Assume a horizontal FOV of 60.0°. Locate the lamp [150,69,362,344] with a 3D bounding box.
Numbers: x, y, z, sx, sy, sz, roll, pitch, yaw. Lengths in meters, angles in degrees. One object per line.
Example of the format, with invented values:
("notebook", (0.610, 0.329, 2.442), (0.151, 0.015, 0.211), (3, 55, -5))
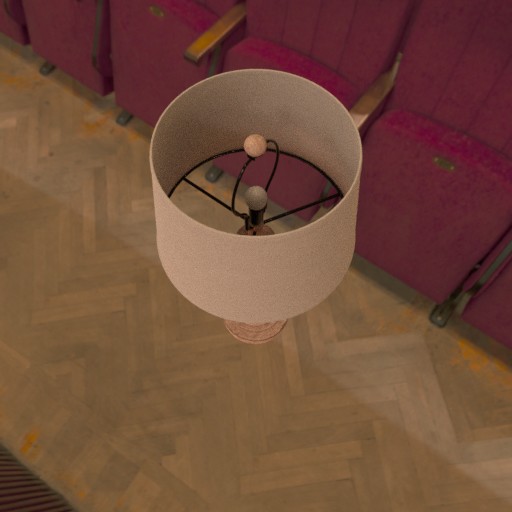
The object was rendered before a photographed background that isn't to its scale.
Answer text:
("lamp", (0.000, 0.000, 0.862), (0.340, 0.678, 0.340), (0, 64, 0))
